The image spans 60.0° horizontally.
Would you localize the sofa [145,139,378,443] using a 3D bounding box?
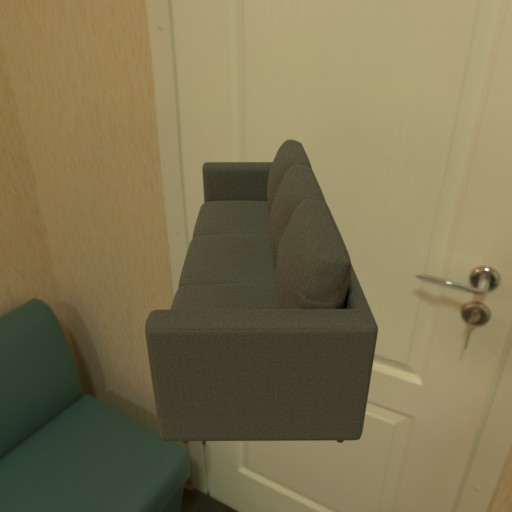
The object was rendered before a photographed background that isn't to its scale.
[{"bbox_3d":[0.000,0.000,2.456,0.802,0.912,2.029,0,27,0],"label":"sofa"}]
